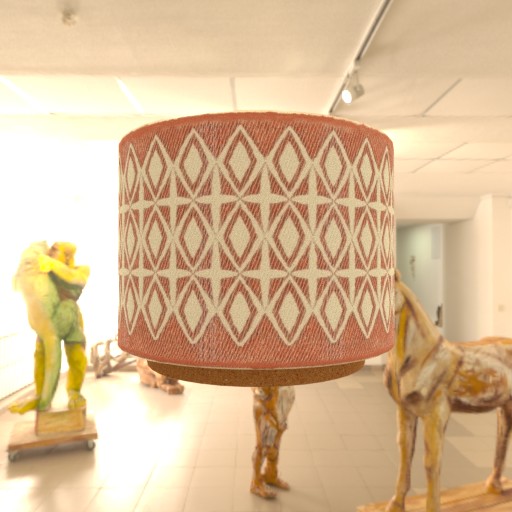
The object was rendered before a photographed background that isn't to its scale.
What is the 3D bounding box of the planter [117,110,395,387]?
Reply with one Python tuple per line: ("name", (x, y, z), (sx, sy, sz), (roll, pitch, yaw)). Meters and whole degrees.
("planter", (0.000, 0.000, 0.322), (0.192, 0.148, 0.192), (0, -1, 0))
